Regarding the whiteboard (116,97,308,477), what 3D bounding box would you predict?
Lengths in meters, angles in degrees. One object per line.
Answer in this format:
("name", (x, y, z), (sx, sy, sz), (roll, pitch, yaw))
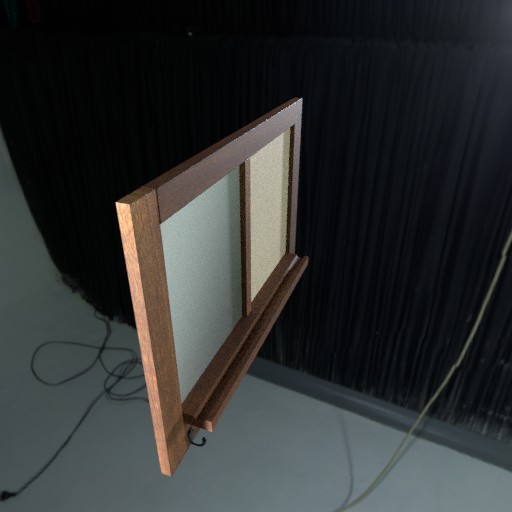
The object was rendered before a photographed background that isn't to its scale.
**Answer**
("whiteboard", (0.000, 0.000, 1.013), (0.083, 0.559, 0.783), (11, 32, 18))
